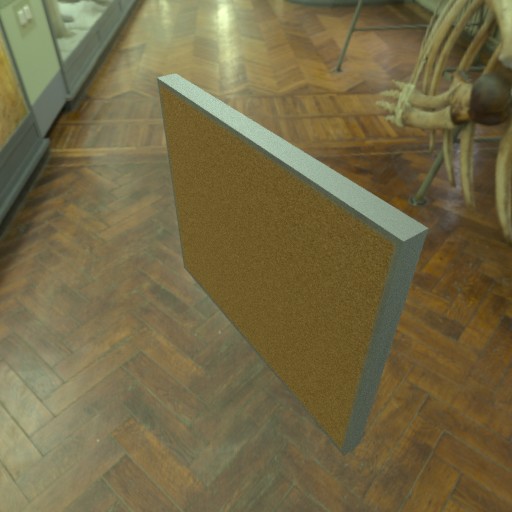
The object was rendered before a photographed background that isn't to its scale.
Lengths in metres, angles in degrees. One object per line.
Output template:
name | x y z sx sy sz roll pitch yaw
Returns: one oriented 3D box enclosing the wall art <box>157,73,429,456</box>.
wall art | 0.000 0.000 0.759 0.037 0.450 0.557 -24 46 -26
